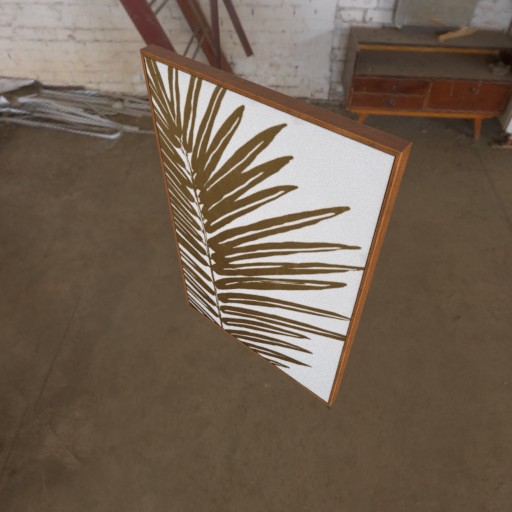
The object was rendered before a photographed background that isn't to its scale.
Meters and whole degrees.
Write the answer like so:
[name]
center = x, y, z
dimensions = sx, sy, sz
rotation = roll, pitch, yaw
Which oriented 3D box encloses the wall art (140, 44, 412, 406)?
[wall art]
center = 0.000, 0.000, 1.160
dimensions = 0.610, 0.914, 0.037
rotation = 31, 54, 25
